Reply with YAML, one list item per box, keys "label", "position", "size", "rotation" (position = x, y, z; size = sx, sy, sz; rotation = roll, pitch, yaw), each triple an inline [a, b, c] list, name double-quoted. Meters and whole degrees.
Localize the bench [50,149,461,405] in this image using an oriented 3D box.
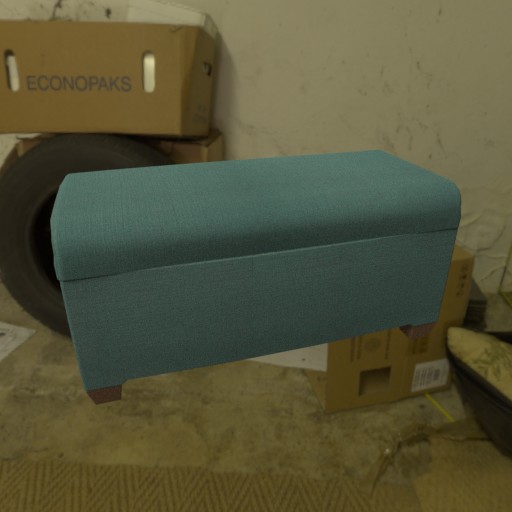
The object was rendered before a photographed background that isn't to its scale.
- label: "bench"
  position: [0.000, 0.000, 1.256]
  size: [0.995, 0.474, 0.476]
  rotation: [-8, 27, -15]
